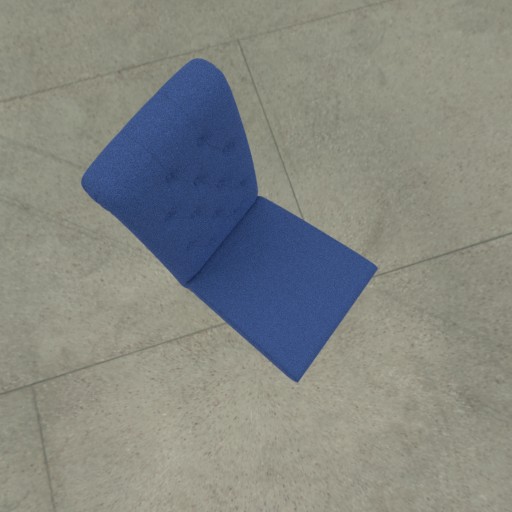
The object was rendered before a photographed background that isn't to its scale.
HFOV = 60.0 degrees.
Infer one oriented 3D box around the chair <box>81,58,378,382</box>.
[{"bbox_3d":[0.000,0.000,1.387,0.671,1.006,0.456,36,78,9],"label":"chair"}]
